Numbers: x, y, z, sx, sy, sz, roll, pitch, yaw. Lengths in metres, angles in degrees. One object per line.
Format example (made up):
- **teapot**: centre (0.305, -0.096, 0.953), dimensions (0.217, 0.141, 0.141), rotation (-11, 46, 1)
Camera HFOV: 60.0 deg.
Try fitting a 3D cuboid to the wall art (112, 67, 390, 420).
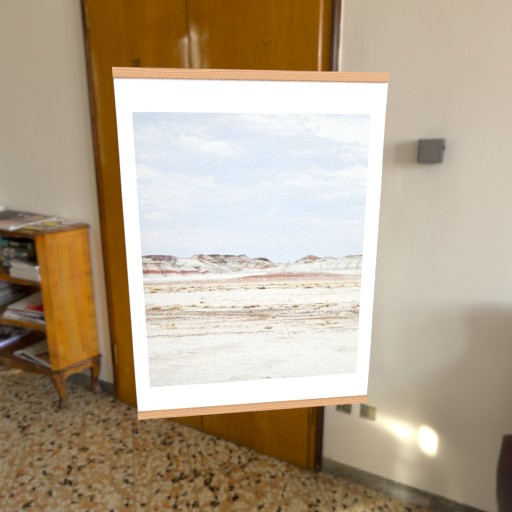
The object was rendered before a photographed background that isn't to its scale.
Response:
- **wall art**: centre (0.000, 0.000, 1.303), dimensions (0.739, 1.016, 0.020), rotation (-2, 14, -7)
